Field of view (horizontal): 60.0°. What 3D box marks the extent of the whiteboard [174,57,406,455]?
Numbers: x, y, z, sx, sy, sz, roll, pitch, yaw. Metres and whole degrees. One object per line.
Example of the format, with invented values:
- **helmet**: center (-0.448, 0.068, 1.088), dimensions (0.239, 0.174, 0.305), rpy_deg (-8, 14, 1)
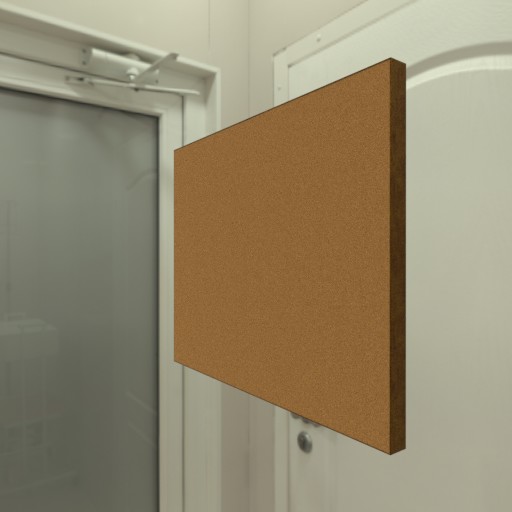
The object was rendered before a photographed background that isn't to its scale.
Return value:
- **whiteboard**: center (0.000, 0.000, 0.743), dimensions (0.029, 0.457, 0.561), rpy_deg (0, 0, -36)
